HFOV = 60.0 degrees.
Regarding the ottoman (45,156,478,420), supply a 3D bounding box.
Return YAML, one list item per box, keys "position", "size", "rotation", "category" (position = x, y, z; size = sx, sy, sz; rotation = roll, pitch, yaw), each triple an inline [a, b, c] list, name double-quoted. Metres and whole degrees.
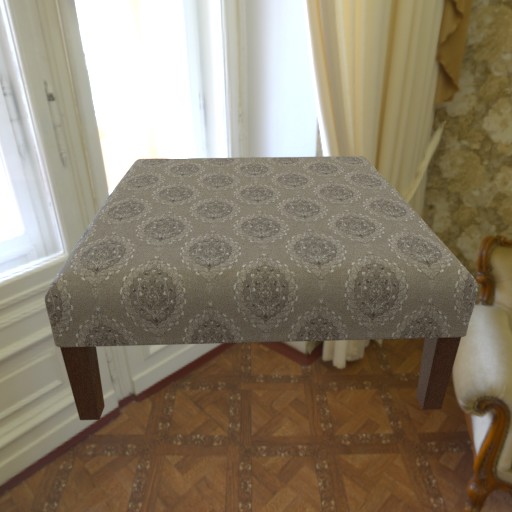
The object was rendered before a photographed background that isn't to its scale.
- position: [0.000, 0.000, 1.351]
  size: [0.889, 0.411, 0.890]
  rotation: [-1, 28, -2]
  category: "ottoman"
